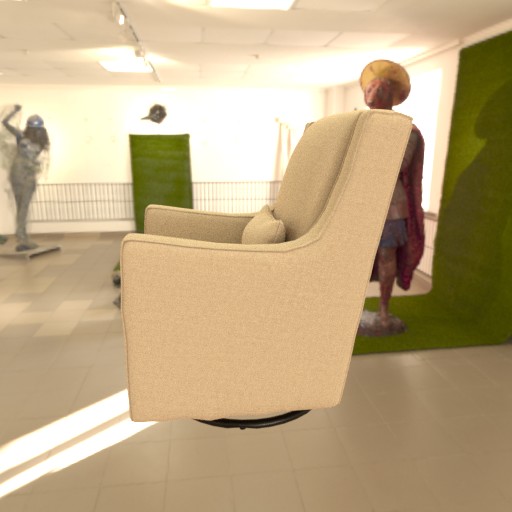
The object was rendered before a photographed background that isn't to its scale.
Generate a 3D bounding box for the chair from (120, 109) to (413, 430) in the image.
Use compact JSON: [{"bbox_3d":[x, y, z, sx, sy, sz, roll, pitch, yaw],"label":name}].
[{"bbox_3d":[0.000,0.000,1.592,0.879,0.993,0.732,-2,14,-8],"label":"chair"}]
